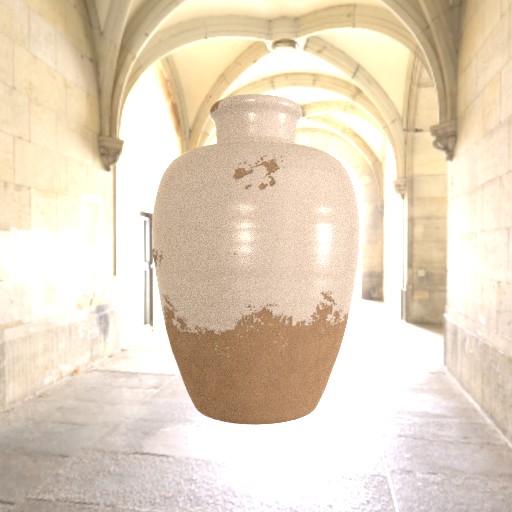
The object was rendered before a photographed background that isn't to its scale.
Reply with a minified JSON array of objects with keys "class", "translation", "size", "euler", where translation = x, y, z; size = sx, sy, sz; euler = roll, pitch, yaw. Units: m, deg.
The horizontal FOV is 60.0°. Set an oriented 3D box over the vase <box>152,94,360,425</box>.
[{"class":"vase","translation":[0.000,0.000,0.345],"size":[0.158,0.228,0.158],"euler":[0,1,0]}]
